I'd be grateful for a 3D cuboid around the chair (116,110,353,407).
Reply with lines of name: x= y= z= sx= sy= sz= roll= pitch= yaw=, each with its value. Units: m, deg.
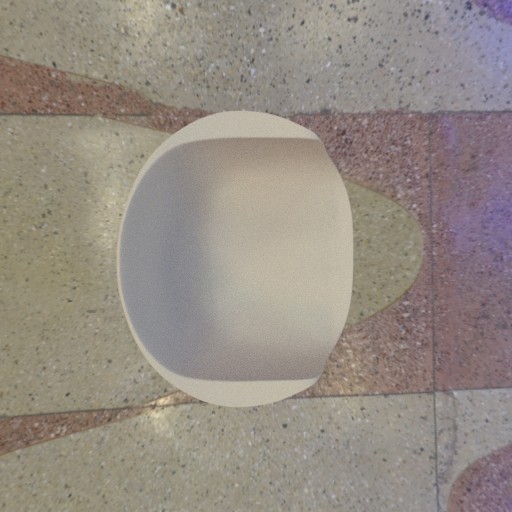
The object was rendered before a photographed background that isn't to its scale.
chair: x=0.000 y=0.000 z=1.176 sx=0.504 sy=0.781 sz=0.593 roll=0 pitch=92 yaw=-1
